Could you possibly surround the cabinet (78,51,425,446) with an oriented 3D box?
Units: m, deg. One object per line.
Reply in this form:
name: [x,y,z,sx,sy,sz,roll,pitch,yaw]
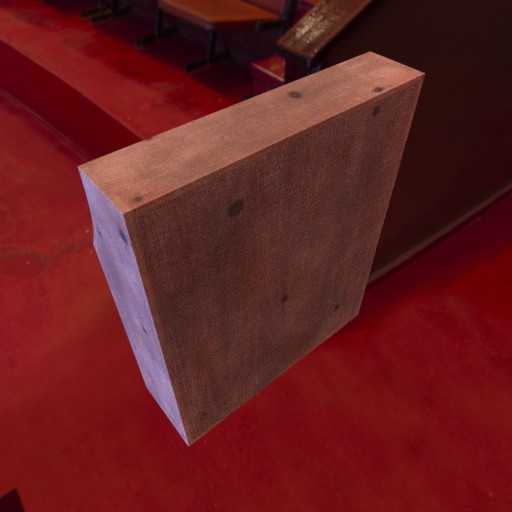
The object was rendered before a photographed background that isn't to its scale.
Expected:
cabinet: [0.000,0.000,0.799,0.489,0.590,0.184,-31,54,-26]
